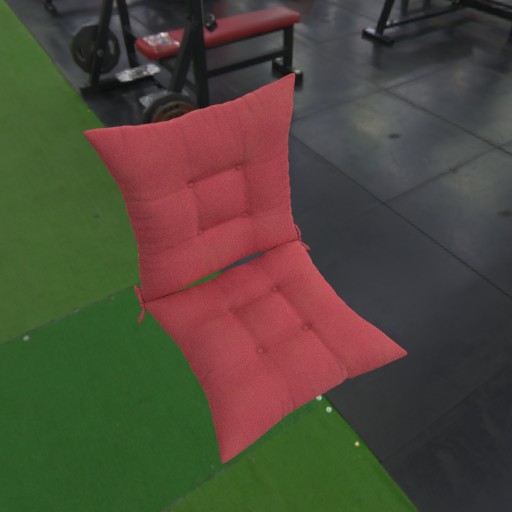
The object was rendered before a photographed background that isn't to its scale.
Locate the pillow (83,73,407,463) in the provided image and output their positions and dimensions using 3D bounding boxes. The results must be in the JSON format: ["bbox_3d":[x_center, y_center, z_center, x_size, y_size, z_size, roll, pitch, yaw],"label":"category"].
[{"bbox_3d":[0.000,0.000,0.999,0.541,0.536,0.585,-23,50,-21],"label":"pillow"}]
